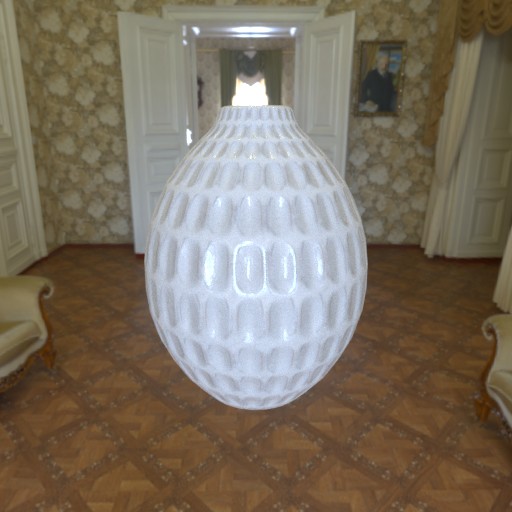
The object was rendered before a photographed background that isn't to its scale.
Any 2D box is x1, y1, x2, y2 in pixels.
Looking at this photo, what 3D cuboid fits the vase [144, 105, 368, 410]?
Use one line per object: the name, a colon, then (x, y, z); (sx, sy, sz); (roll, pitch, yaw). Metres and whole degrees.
vase: (0.000, 0.000, 0.261); (0.128, 0.167, 0.128); (0, 16, 0)
